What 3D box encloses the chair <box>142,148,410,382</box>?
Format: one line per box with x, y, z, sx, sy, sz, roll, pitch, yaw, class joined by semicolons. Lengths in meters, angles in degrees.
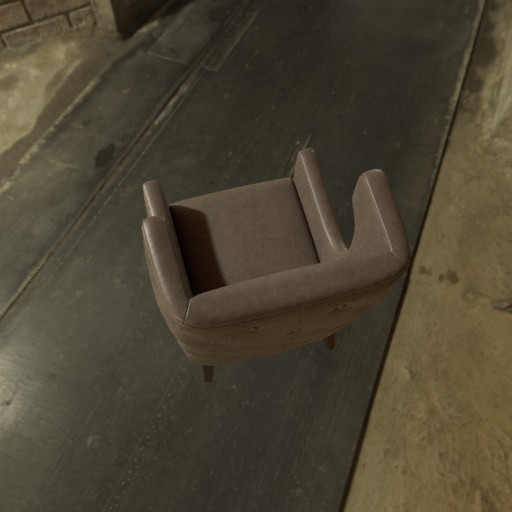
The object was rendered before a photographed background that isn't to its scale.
0.000;0.000;1.723;0.769;1.079;0.899;-13;61;-7;chair
